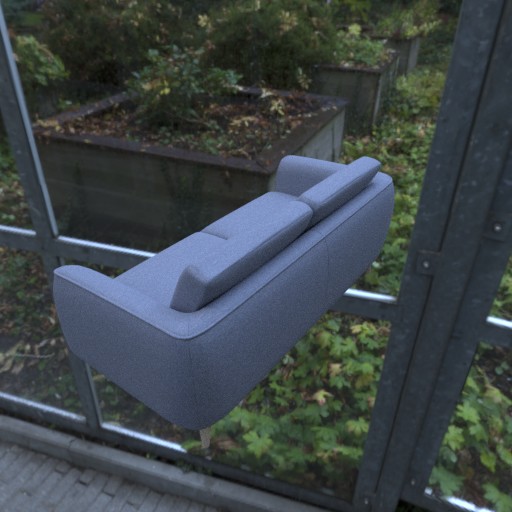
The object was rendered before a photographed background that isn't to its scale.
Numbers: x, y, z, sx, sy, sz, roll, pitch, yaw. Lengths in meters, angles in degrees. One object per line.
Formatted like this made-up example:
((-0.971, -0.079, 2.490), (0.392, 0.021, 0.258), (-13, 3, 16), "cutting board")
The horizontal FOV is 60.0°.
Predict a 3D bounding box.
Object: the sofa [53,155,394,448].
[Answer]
((0.000, 0.000, 2.570), (0.920, 0.870, 2.000), (21, 37, 30), "sofa")
